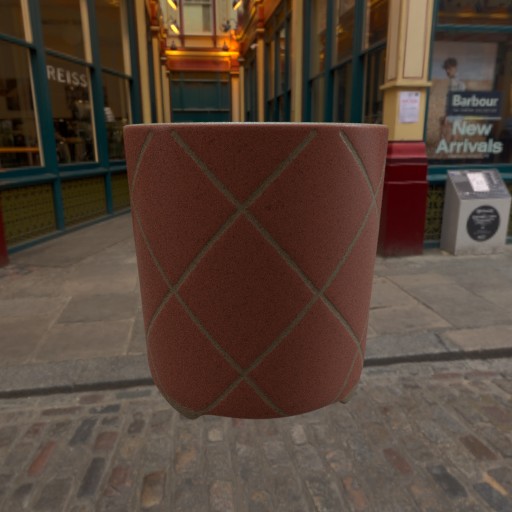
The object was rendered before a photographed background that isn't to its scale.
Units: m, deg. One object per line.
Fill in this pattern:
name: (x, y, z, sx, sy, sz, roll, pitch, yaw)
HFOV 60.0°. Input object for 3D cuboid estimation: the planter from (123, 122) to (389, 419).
planter: (0.000, 0.000, 0.356, 0.191, 0.200, 0.191, 0, 15, 0)
